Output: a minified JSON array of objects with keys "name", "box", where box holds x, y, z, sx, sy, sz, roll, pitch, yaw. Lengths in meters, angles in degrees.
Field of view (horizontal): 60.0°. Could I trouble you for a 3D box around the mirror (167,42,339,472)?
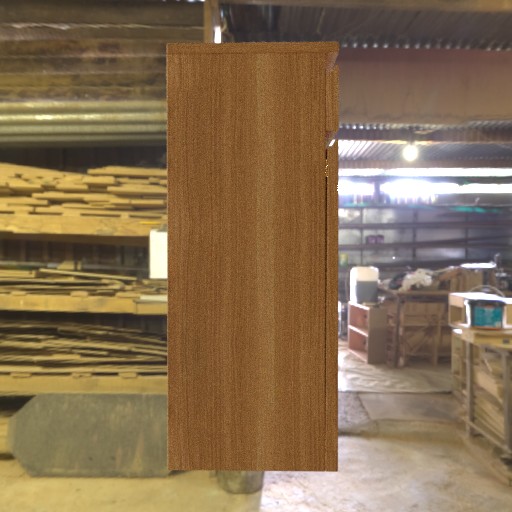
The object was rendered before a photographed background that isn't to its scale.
[{"name":"mirror","box":[0.000,0.000,1.433,0.400,1.000,0.800,0,1,1]}]
